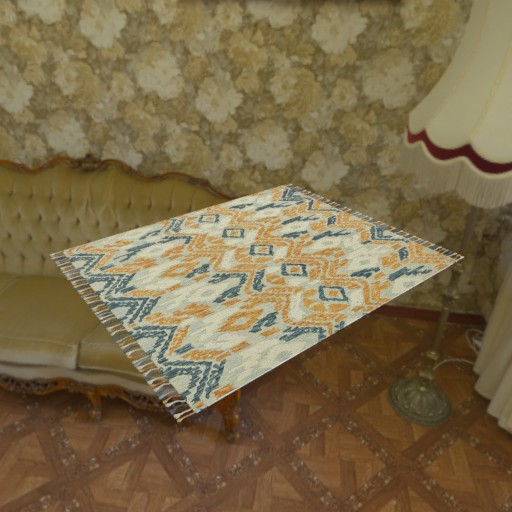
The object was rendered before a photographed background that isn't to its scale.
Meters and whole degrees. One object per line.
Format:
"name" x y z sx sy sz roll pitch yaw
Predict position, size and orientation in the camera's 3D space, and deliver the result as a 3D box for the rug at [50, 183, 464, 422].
"rug" 0.000 0.000 4.158 3.048 0.010 2.439 -21 36 -32
